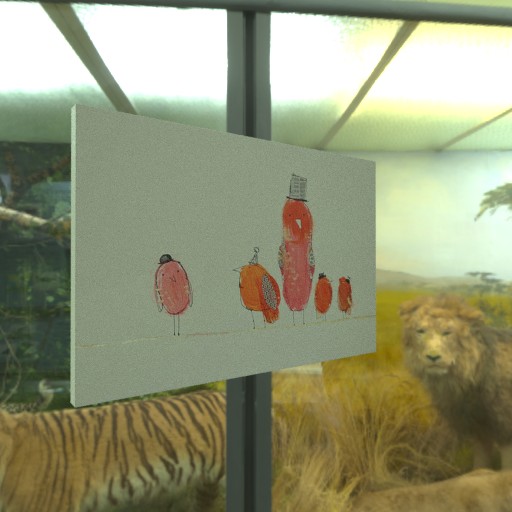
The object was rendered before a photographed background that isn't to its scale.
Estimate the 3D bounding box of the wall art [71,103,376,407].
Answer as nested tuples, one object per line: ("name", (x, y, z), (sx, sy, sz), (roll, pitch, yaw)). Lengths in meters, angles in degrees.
("wall art", (0.000, 0.000, 1.168), (0.914, 0.609, 0.038), (0, 0, -35))
